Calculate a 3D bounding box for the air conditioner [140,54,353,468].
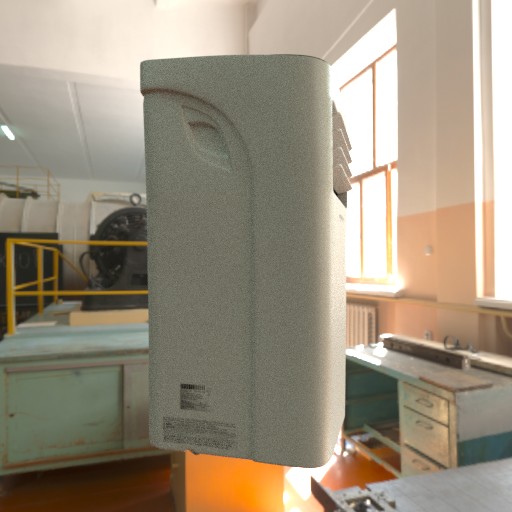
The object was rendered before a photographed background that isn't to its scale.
[{"bbox_3d":[0.000,0.000,0.901,0.369,0.716,0.352,0,-1,17],"label":"air conditioner"}]
